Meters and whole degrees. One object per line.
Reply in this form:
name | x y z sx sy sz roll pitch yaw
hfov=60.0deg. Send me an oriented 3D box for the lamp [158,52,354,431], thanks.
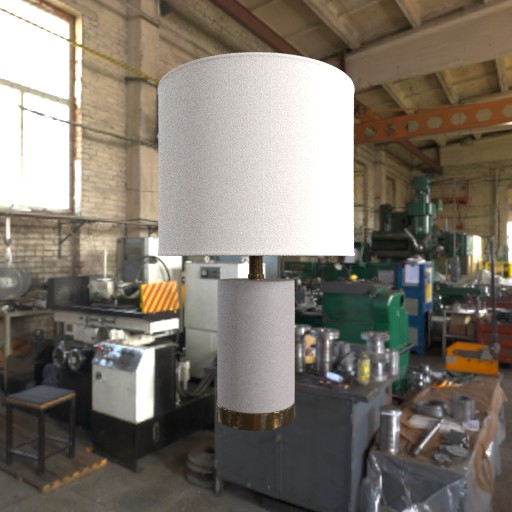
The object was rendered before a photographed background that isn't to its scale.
lamp | 0.000 0.000 0.528 0.229 0.380 0.229 0 0 0
